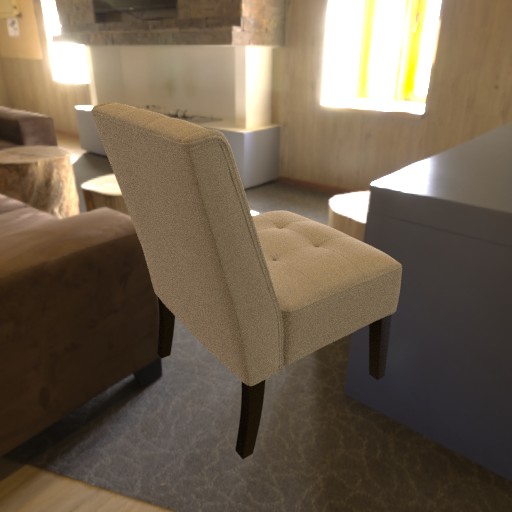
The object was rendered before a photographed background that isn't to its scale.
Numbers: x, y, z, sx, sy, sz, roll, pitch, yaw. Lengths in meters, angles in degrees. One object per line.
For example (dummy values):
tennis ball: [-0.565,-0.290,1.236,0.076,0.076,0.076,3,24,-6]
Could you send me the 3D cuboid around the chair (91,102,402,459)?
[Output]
chair: [0.000,0.000,1.296,0.676,0.853,0.569,-17,30,-31]
